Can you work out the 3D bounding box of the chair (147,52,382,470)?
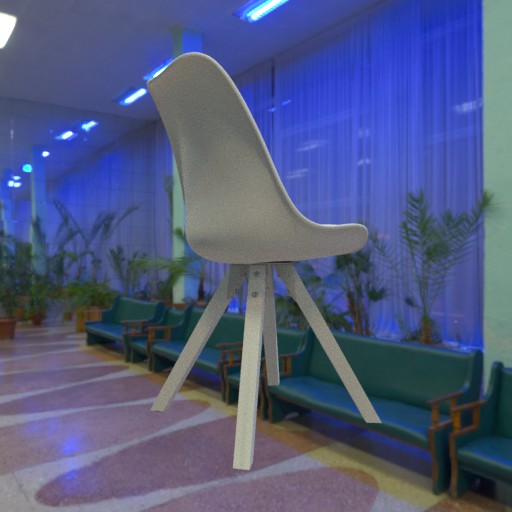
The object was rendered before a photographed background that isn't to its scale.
[{"bbox_3d":[0.000,0.000,1.160,0.550,0.850,0.485,0,0,-36],"label":"chair"}]
